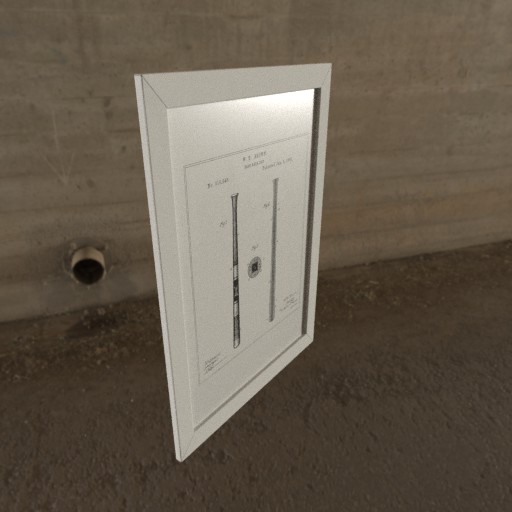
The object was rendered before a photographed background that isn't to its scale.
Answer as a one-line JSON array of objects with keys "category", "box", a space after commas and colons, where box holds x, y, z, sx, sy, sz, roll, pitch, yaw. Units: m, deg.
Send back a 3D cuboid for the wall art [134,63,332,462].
[{"category": "wall art", "box": [0.000, 0.000, 0.674, 0.012, 0.529, 0.374, 18, 31, 33]}]
